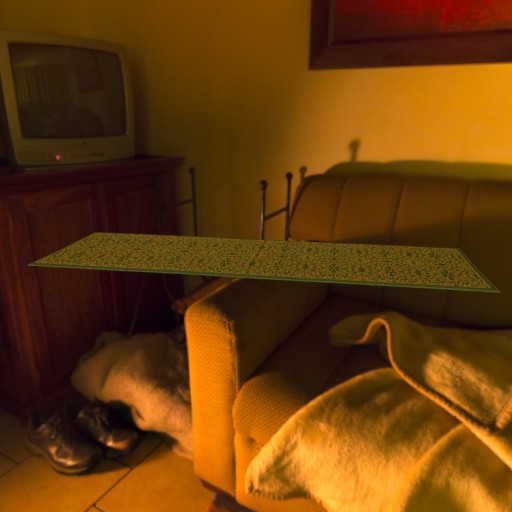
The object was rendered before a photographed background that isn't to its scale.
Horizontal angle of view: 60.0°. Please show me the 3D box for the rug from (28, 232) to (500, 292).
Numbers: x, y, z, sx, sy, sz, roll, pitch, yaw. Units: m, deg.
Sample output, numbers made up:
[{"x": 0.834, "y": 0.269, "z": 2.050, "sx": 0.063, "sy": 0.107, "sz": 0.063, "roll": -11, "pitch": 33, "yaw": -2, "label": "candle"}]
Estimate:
[{"x": 0.000, "y": 0.000, "z": 2.349, "sx": 2.196, "sy": 0.011, "sz": 0.662, "roll": 3, "pitch": 17, "yaw": 9, "label": "rug"}]
